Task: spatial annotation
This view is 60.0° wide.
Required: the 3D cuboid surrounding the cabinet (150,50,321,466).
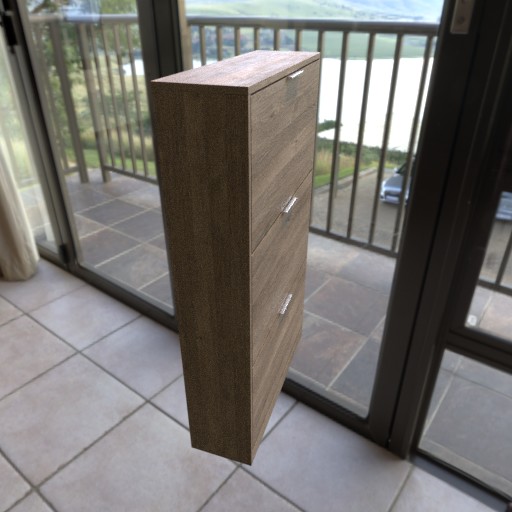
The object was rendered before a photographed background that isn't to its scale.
[{"bbox_3d":[0.000,0.000,1.598,0.250,1.280,0.750,10,31,16],"label":"cabinet"}]
